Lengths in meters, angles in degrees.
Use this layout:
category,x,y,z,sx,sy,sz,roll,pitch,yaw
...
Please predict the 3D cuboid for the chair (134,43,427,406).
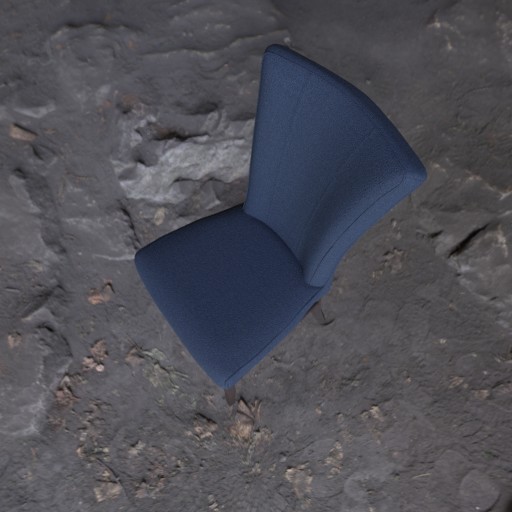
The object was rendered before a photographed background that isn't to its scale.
category,x,y,z,sx,sy,sz,roll,pitch,yaw
chair,0.000,0.000,1.381,0.660,0.991,0.520,-34,68,-16
